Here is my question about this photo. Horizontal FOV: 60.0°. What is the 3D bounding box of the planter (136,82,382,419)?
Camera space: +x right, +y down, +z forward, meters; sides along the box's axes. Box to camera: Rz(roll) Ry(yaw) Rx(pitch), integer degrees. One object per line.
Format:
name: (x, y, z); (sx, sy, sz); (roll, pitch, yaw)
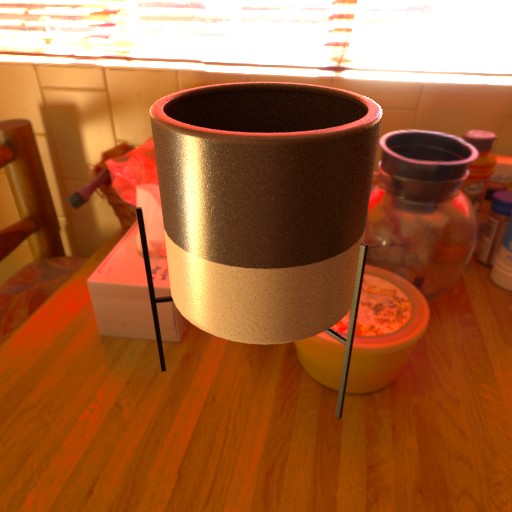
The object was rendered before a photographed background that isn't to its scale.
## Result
planter: (0.000, 0.000, 0.535); (0.260, 0.353, 0.250); (-10, 33, -15)
